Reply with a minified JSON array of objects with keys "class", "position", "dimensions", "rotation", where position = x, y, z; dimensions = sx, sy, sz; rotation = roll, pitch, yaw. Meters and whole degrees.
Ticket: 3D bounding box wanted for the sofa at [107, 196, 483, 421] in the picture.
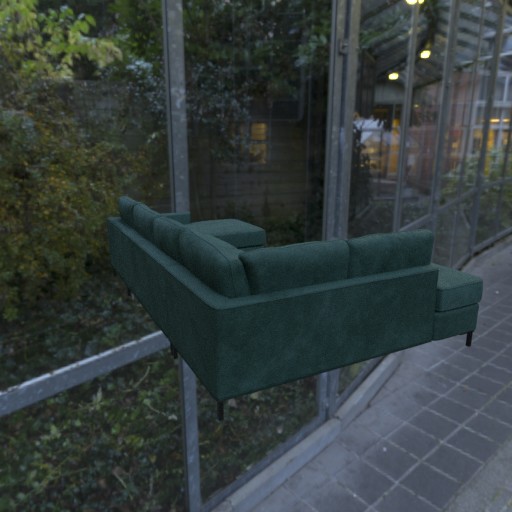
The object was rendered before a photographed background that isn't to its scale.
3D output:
[{"class":"sofa","position":[0.000,0.000,3.837],"dimensions":[1.992,0.861,2.994],"rotation":[-7,16,-27]}]
